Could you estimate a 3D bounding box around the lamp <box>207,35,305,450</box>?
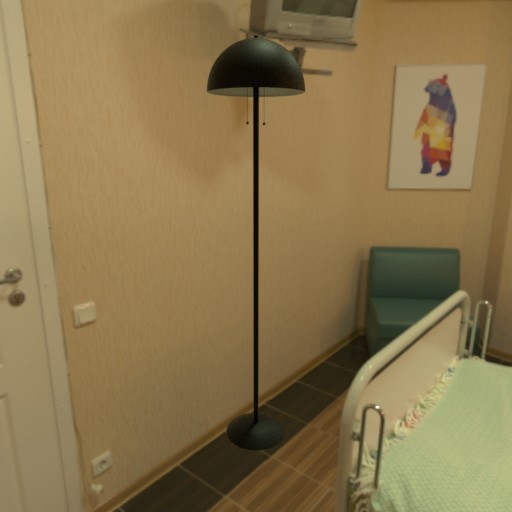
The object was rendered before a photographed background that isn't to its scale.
[{"bbox_3d":[0.000,0.000,1.630,0.328,1.480,0.328,3,15,10],"label":"lamp"}]
